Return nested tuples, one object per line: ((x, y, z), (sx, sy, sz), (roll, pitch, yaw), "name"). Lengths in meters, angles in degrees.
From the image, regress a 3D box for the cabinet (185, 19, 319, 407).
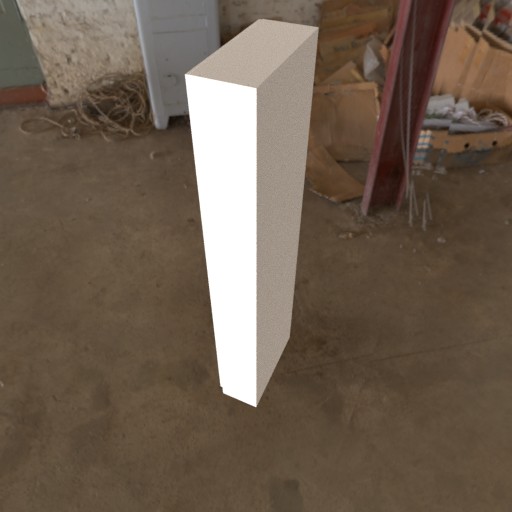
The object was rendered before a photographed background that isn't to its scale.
((0.000, 0.000, 1.979), (0.230, 1.790, 0.500), (18, 48, 17), "cabinet")
